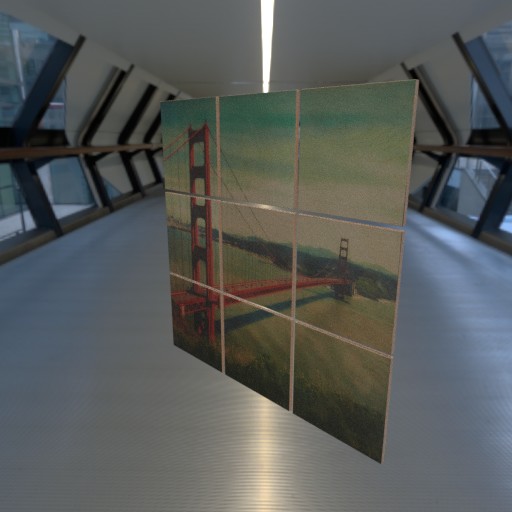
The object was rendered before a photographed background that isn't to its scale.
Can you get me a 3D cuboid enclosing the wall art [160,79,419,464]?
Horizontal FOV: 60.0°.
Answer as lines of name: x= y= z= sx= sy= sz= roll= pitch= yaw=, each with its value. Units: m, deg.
wall art: x=0.000 y=0.000 z=1.318 sx=0.012 sy=0.910 sz=0.917 roll=-15 pitch=21 yaw=-42
